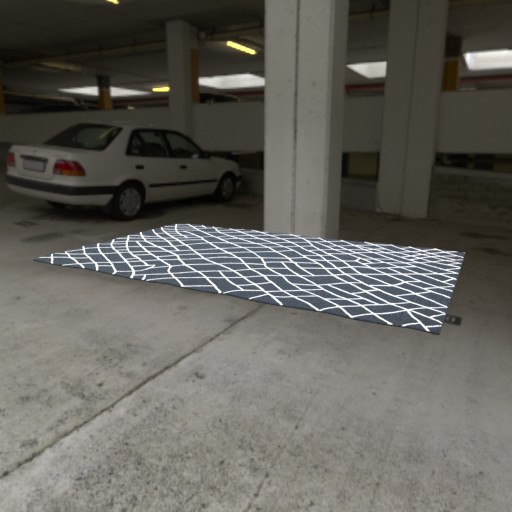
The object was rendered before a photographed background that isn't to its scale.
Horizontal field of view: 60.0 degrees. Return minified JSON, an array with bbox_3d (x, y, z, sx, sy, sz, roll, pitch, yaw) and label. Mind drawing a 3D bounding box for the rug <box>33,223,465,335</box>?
[{"bbox_3d":[0.000,0.000,2.947,2.448,0.017,1.529,7,16,27],"label":"rug"}]
